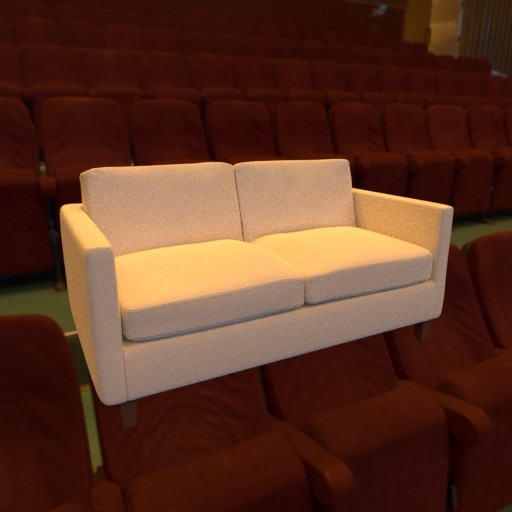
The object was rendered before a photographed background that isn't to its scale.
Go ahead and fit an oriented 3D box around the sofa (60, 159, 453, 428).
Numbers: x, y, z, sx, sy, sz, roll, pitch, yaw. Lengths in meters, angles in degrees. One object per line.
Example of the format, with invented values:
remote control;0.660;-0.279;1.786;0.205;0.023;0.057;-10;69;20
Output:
sofa;0.000;0.000;2.201;1.702;0.888;0.964;-8;18;-26
